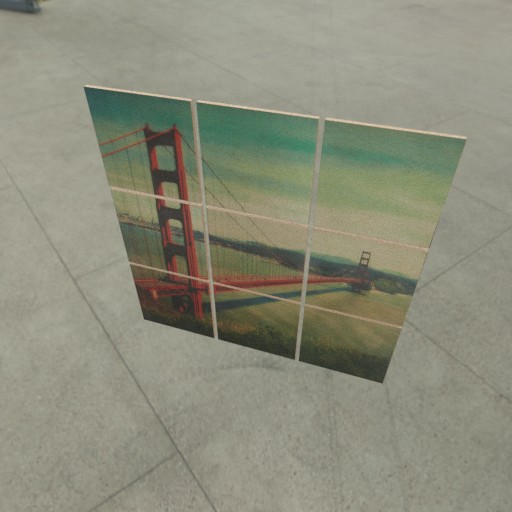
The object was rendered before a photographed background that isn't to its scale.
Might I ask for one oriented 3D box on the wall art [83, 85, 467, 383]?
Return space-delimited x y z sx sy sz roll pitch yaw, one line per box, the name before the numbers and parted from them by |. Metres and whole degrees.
wall art | 0.000 0.000 1.326 0.917 0.910 0.012 12 43 13
